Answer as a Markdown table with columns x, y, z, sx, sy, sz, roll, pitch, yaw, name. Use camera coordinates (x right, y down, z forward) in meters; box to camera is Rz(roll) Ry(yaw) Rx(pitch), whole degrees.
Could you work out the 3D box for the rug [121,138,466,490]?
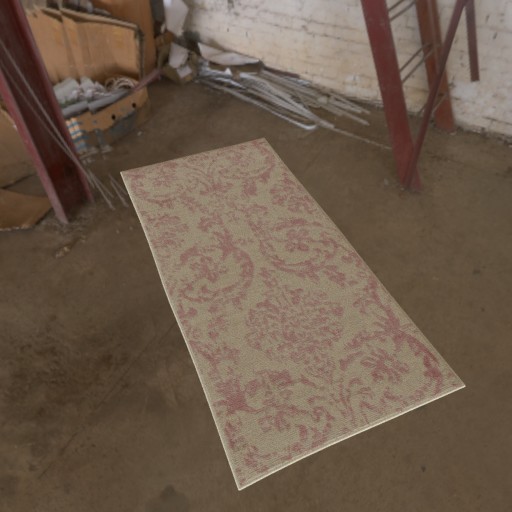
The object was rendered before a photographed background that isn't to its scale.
| x | y | z | sx | sy | sz | roll | pitch | yaw | name |
| --- | --- | --- | --- | --- | --- | --- | --- | --- | --- |
| 0.000 | 0.000 | 1.396 | 0.604 | 0.007 | 1.219 | -18 | 49 | -16 | rug |
